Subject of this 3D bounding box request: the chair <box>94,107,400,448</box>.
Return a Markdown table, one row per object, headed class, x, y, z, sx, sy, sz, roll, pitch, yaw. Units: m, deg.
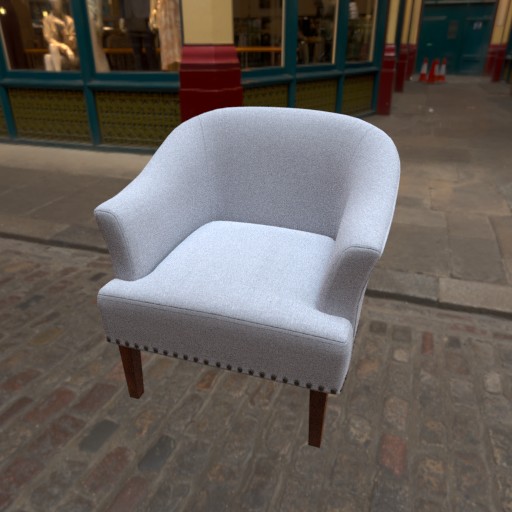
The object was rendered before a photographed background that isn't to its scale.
| class | x | y | z | sx | sy | sz | roll | pitch | yaw |
| --- | --- | --- | --- | --- | --- | --- | --- | --- | --- |
| chair | 0.000 | 0.000 | 1.410 | 0.798 | 0.815 | 0.704 | 9 | 28 | 17 |
